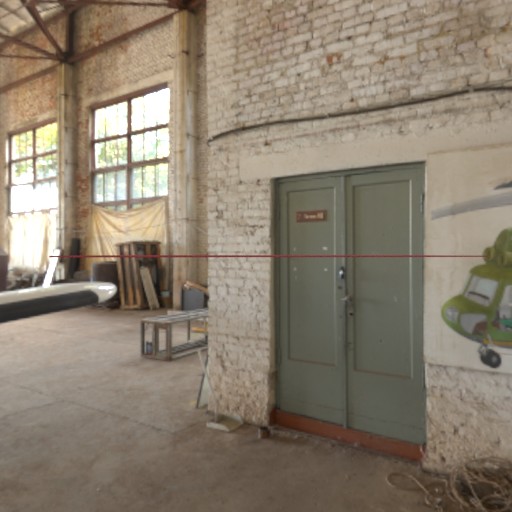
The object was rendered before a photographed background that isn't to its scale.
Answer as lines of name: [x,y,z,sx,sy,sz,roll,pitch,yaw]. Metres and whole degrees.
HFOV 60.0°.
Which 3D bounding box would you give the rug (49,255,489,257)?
rug: [0.000,0.000,2.285,1.814,0.008,1.209,0,0,-19]
